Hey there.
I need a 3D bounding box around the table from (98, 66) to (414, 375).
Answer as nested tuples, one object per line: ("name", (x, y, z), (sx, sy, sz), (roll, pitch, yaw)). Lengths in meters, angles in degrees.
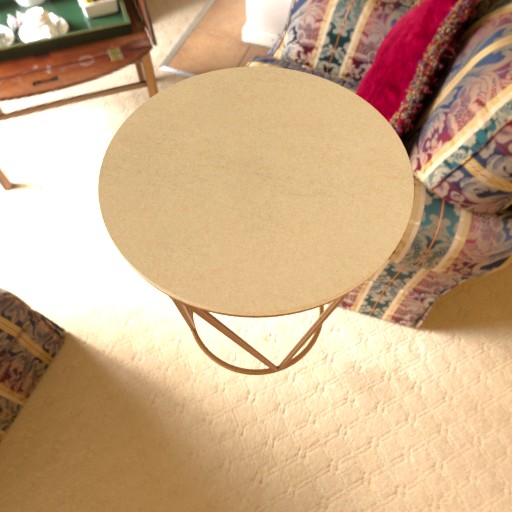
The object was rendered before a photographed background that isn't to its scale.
("table", (0.000, 0.000, 0.954), (0.500, 0.564, 0.500), (0, 60, 0))
